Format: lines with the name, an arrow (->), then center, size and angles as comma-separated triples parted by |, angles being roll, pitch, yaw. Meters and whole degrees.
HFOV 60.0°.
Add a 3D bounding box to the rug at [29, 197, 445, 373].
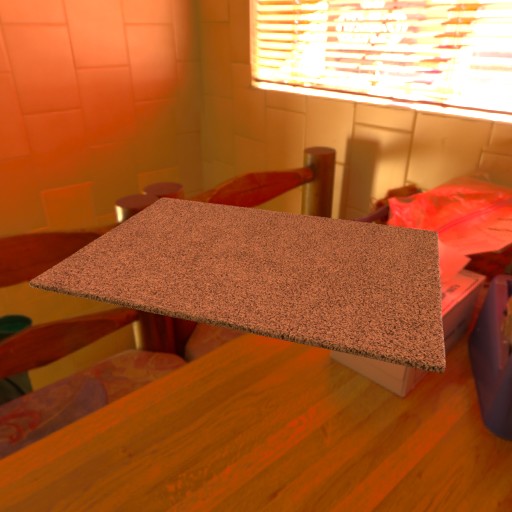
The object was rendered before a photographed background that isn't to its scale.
rug -> 0.000, 0.000, 2.273 | 1.778, 0.030, 1.219 | 9, 28, 17
